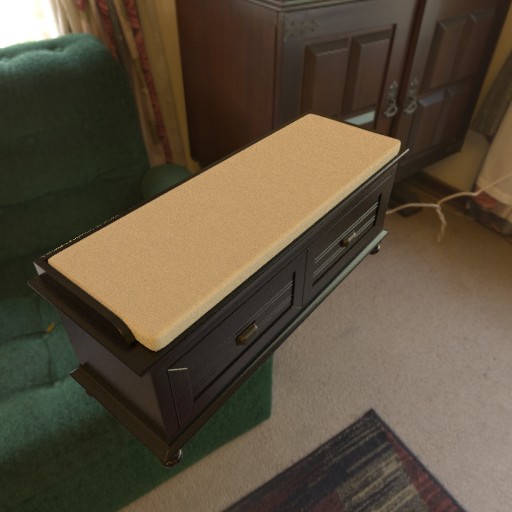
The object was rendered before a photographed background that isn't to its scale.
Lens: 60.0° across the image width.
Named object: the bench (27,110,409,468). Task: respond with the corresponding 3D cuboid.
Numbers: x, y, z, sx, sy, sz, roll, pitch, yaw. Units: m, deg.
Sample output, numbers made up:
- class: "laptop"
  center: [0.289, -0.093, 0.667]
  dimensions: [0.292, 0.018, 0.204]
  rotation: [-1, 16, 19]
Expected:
- class: "bench"
  center: [0.000, 0.000, 1.409]
  dimensions: [0.402, 0.501, 1.185]
  rotation: [28, 48, 29]
